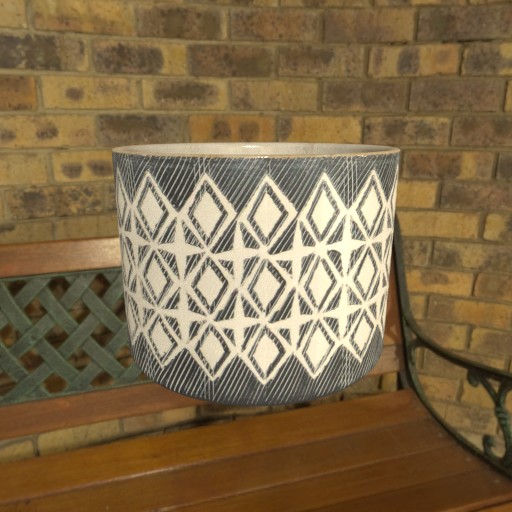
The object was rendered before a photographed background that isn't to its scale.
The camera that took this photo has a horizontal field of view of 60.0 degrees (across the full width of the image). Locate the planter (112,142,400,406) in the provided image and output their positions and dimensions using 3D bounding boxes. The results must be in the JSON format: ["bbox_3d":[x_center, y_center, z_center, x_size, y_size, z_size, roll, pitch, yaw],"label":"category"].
[{"bbox_3d":[0.000,0.000,0.218,0.126,0.104,0.126,0,16,0],"label":"planter"}]
